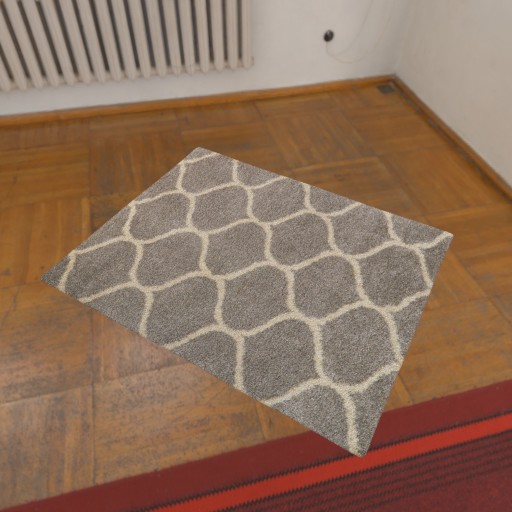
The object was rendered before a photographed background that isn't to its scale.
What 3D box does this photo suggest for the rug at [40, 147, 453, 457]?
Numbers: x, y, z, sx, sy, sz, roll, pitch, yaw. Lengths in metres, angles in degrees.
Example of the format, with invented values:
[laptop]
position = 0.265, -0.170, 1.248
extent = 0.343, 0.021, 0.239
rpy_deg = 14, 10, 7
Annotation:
[rug]
position = 0.000, 0.000, 4.062
extent = 3.000, 0.026, 2.399
rpy_deg = 23, 51, 20
